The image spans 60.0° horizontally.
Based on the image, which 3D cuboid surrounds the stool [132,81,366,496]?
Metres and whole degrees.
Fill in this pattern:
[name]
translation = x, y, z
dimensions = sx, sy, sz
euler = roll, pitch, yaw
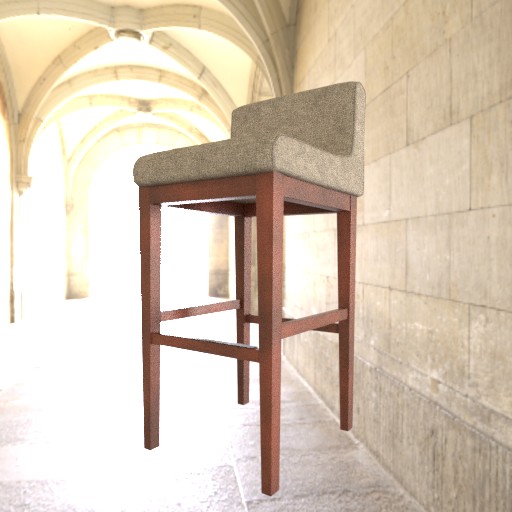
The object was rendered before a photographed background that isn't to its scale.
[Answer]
[stool]
translation = 0.000, 0.000, 1.177
dimensions = 0.426, 0.965, 0.499
euler = 1, 1, 35
